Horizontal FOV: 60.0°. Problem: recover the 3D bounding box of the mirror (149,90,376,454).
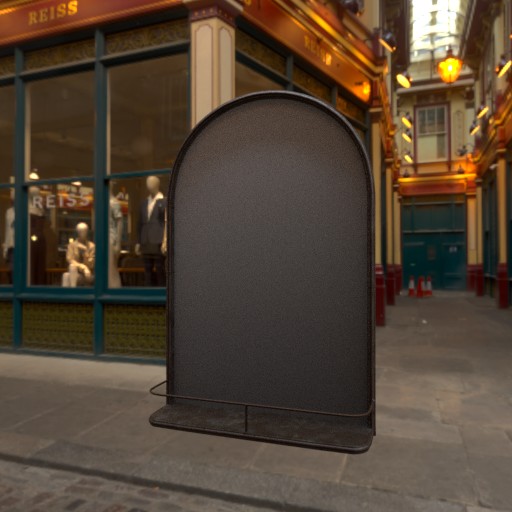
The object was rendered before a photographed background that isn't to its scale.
[{"bbox_3d":[0.000,0.000,0.988,0.510,0.770,0.137,0,0,19],"label":"mirror"}]
